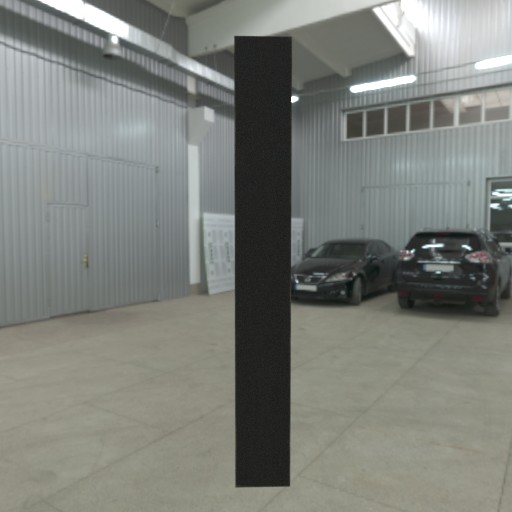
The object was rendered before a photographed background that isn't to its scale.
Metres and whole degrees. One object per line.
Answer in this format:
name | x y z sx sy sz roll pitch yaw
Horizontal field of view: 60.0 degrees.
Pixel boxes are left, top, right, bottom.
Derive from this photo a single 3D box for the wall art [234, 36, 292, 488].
wall art | 0.000 0.000 0.451 0.038 0.305 0.305 0 3 -2
